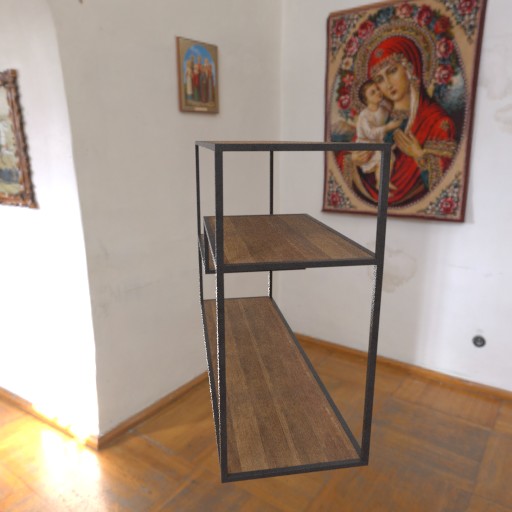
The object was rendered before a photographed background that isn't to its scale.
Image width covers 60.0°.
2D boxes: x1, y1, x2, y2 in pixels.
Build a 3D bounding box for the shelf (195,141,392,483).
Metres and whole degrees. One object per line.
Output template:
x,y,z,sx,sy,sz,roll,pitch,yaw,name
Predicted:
0.000,0.000,1.532,0.361,0.765,1.201,-2,15,-9,shelf
